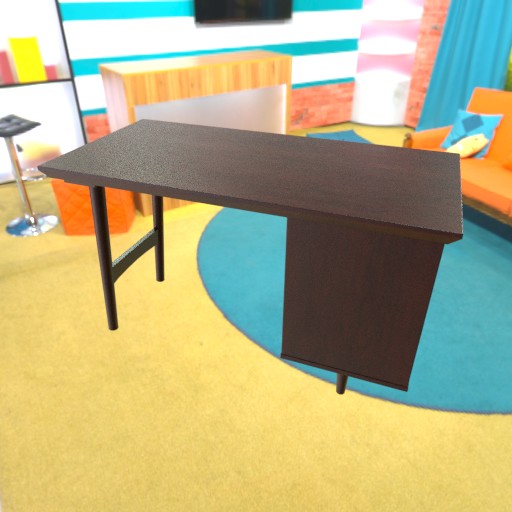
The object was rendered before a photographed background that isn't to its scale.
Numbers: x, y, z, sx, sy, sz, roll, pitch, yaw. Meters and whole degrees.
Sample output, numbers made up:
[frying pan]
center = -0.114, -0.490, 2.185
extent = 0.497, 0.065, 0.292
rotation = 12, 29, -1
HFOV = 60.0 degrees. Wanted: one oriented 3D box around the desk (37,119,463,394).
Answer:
[desk]
center = 0.000, 0.000, 1.678
extent = 1.277, 0.758, 0.612
rotation = 11, 34, 17
